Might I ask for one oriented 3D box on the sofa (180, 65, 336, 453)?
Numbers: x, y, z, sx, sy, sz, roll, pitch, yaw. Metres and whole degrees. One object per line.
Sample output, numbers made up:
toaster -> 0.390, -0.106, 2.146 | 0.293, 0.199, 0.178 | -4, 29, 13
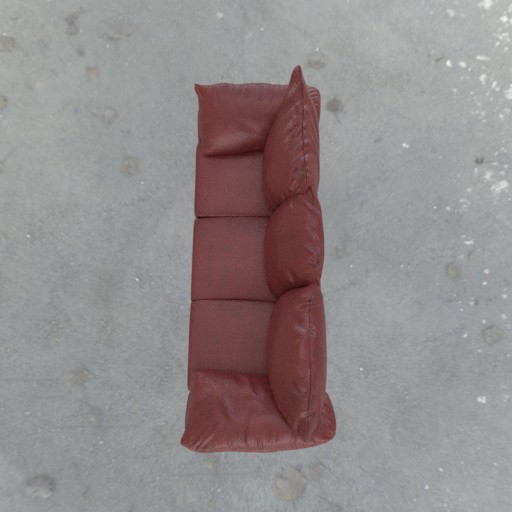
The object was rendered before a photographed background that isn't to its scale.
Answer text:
sofa -> 0.000, 0.000, 2.949 | 0.907, 1.091, 2.390 | 0, 76, 0
